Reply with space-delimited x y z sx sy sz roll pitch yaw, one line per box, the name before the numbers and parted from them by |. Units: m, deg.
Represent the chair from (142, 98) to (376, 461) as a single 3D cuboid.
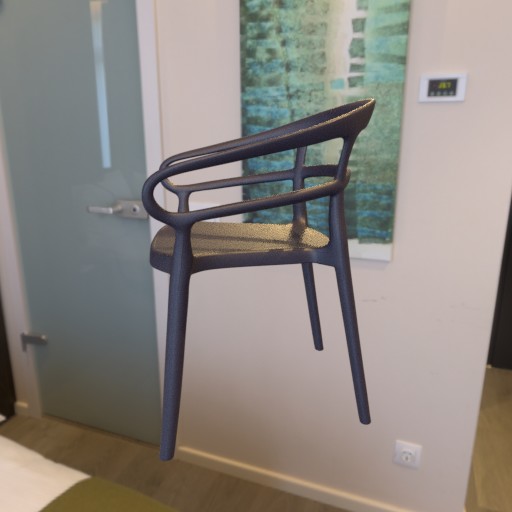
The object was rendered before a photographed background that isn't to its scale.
chair | 0.000 0.000 1.134 0.527 0.761 0.559 -2 15 -8
